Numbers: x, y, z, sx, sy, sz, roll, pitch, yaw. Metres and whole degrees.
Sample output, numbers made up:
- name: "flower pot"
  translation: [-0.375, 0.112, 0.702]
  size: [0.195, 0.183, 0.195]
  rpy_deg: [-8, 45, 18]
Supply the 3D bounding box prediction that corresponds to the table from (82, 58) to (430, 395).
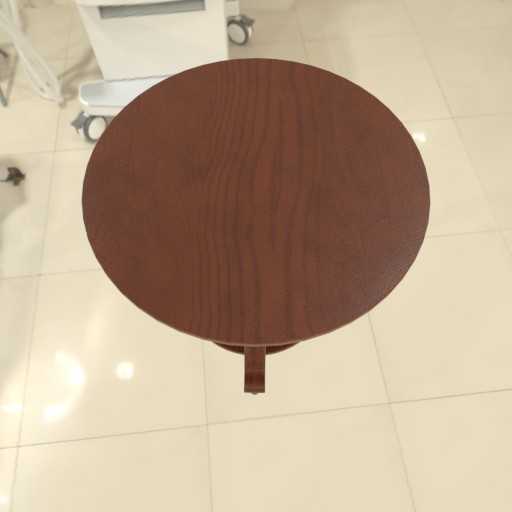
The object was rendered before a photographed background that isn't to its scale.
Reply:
- name: "table"
  translation: [0.000, 0.000, 1.040]
  size: [0.597, 0.612, 0.597]
  rpy_deg: [0, 63, 0]
